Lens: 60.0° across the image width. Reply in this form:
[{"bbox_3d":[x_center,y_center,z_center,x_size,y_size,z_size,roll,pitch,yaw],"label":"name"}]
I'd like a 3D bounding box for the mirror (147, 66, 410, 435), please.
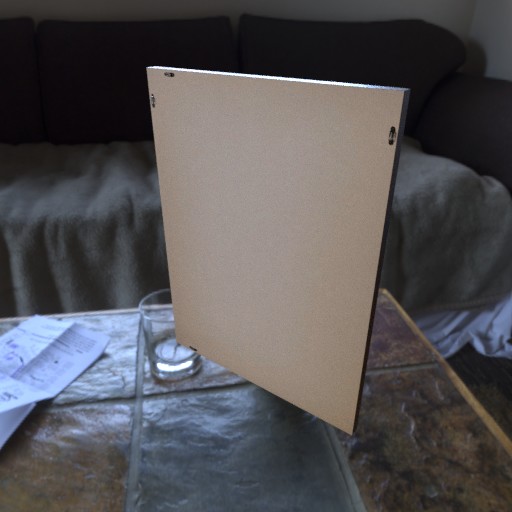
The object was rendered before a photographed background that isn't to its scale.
[{"bbox_3d":[0.000,0.000,1.344,0.762,1.016,0.040,19,34,31],"label":"mirror"}]
